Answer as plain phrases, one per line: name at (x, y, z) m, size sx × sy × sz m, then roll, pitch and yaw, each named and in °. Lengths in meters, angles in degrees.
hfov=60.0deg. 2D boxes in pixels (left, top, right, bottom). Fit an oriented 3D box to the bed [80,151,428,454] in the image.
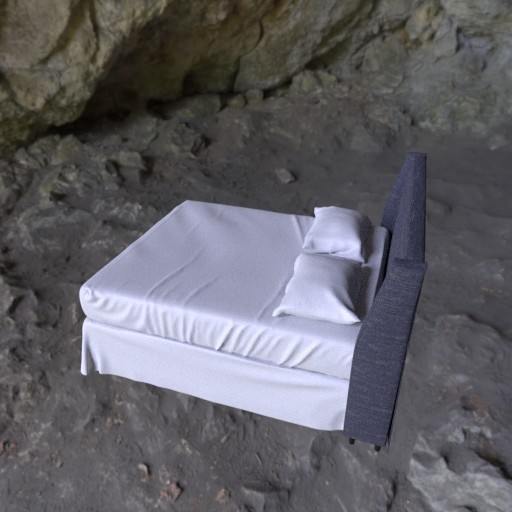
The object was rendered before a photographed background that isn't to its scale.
bed at (0.000, 0.000, 3.391) m, size 2.276 × 1.332 × 1.925 m, roll 9°, pitch 31°, yaw 16°
